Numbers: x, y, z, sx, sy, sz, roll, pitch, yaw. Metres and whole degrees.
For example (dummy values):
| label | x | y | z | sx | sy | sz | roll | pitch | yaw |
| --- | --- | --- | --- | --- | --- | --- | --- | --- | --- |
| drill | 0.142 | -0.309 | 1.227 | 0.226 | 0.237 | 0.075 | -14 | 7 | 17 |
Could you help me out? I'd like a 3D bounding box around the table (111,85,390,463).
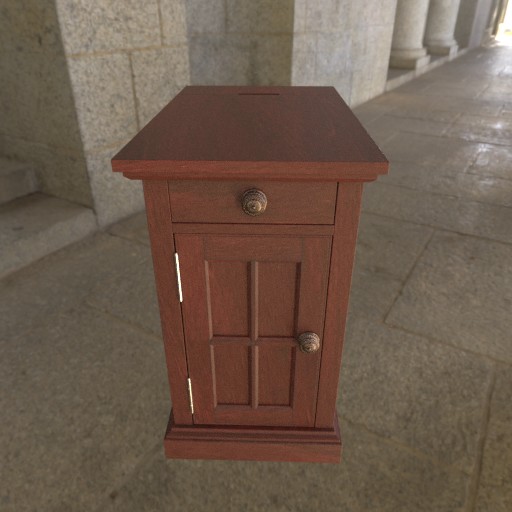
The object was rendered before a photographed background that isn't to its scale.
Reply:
| label | x | y | z | sx | sy | sz | roll | pitch | yaw |
| --- | --- | --- | --- | --- | --- | --- | --- | --- | --- |
| table | 0.000 | 0.000 | 0.969 | 0.356 | 0.612 | 0.584 | 1 | 30 | 1 |
